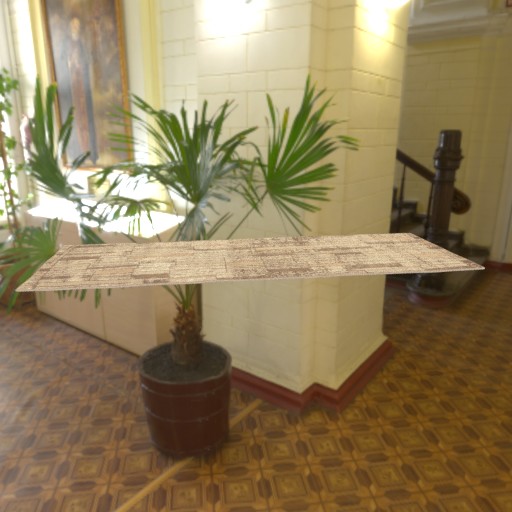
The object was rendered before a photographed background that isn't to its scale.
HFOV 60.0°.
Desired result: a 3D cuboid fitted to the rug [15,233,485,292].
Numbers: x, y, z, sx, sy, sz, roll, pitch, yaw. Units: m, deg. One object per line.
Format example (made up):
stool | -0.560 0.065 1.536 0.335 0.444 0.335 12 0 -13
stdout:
rug | 0.000 0.000 2.622 2.383 0.018 0.857 -2 16 -8
